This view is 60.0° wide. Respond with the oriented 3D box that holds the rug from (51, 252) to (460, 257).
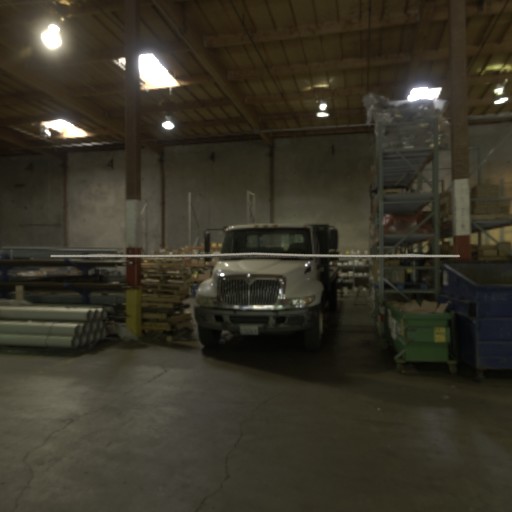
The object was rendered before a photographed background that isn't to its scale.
[{"bbox_3d":[0.000,0.000,4.287,2.428,0.027,3.333,0,0,0],"label":"rug"}]
